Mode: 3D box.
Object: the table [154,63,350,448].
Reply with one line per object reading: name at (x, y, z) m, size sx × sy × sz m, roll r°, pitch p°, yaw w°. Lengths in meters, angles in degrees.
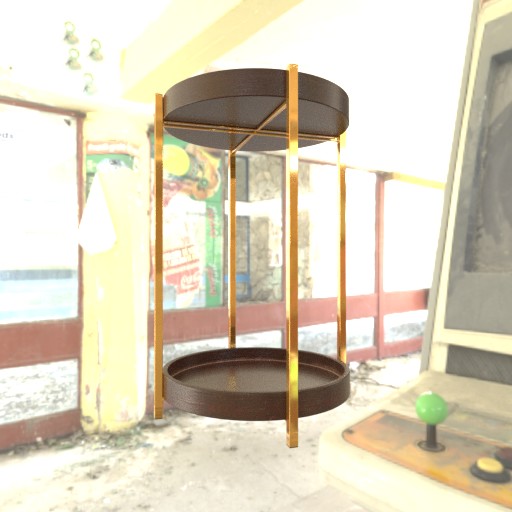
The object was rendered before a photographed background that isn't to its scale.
table at (0.000, 0.000, 0.894) m, size 0.400 × 0.610 × 0.400 m, roll 0°, pitch 0°, yaw -18°
